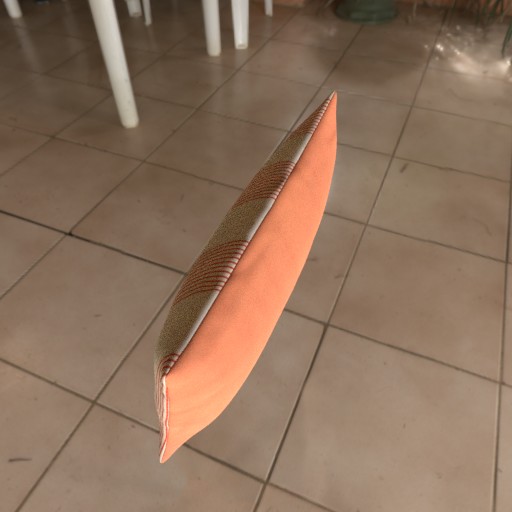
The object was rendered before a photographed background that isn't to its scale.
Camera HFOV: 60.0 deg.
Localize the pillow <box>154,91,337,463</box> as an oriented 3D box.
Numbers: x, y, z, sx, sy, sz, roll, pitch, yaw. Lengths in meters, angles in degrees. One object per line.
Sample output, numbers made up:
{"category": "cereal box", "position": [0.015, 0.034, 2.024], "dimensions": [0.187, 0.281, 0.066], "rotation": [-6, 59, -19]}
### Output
{"category": "pillow", "position": [0.000, 0.000, 0.717], "dimensions": [0.156, 0.292, 0.608], "rotation": [17, 49, 15]}
